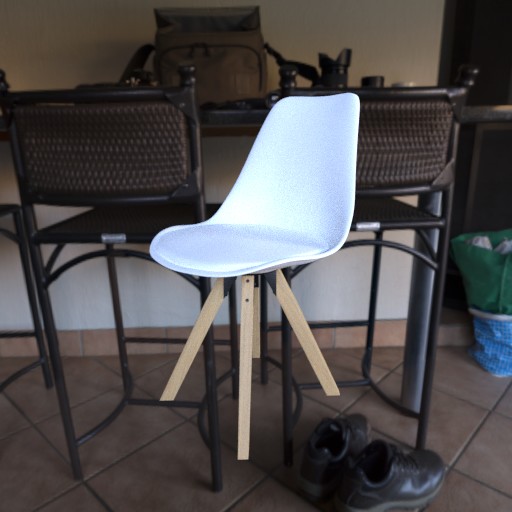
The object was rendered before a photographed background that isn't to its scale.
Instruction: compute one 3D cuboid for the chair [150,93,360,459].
[{"bbox_3d":[0.000,0.000,1.204,0.550,0.849,0.485,-15,22,-43],"label":"chair"}]
